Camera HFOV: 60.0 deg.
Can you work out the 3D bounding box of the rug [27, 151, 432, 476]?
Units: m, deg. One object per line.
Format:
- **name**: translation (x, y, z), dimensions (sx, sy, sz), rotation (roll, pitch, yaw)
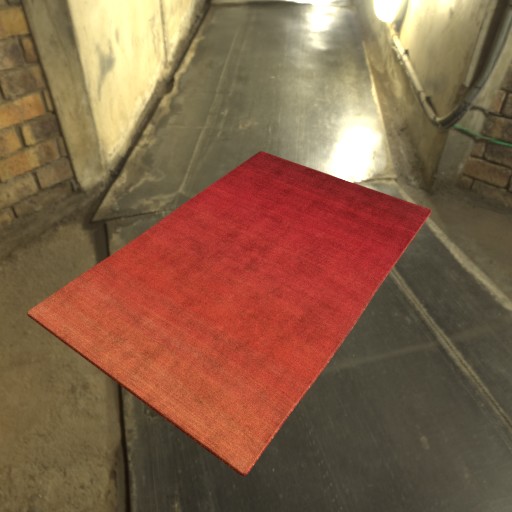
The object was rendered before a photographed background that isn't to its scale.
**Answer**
- **rug**: translation (0.000, 0.000, 2.278), dimensions (1.230, 0.018, 1.835), rotation (25, 47, 26)
